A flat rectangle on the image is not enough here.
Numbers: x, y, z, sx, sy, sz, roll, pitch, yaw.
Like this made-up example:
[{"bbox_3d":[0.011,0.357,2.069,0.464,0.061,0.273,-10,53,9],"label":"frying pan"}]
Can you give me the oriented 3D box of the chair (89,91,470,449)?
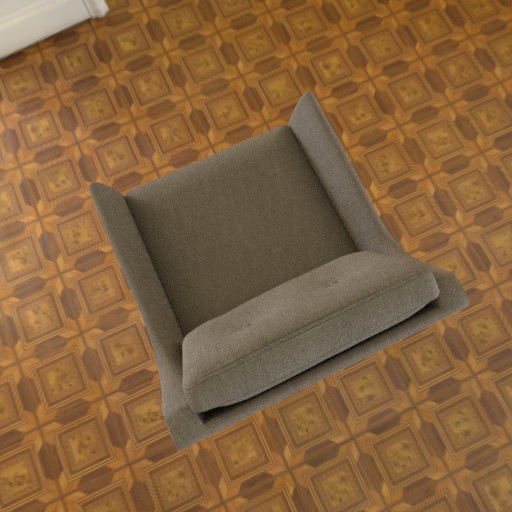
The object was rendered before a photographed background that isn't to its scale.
[{"bbox_3d":[0.000,0.000,1.500,0.847,0.828,0.849,-25,77,-6],"label":"chair"}]
